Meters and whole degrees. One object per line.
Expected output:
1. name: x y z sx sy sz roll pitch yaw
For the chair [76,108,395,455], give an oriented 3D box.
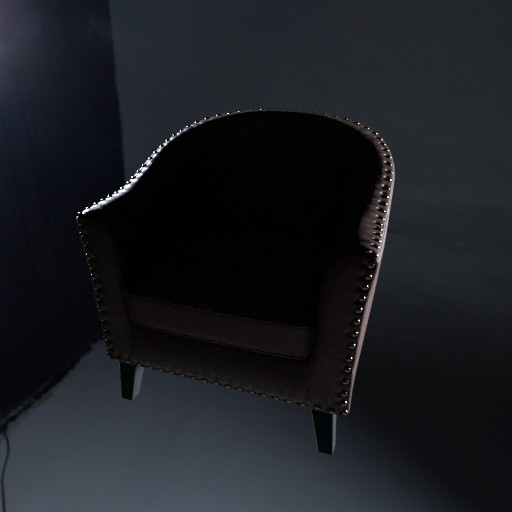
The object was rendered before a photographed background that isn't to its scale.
1. chair: 0.000 0.000 1.441 0.794 0.823 0.748 9 27 17
